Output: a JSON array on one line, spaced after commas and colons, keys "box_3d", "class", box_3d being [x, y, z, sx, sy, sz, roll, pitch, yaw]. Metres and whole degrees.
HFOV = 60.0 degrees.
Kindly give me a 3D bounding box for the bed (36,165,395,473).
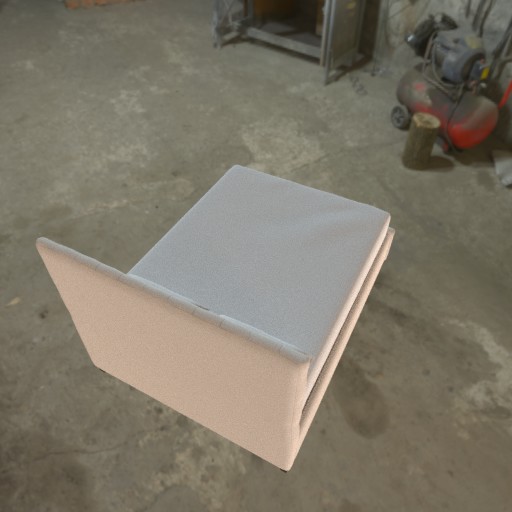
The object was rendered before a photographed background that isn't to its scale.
[{"box_3d": [0.000, 0.000, 3.404, 1.696, 1.426, 2.233, 21, 50, 19], "class": "bed"}]
